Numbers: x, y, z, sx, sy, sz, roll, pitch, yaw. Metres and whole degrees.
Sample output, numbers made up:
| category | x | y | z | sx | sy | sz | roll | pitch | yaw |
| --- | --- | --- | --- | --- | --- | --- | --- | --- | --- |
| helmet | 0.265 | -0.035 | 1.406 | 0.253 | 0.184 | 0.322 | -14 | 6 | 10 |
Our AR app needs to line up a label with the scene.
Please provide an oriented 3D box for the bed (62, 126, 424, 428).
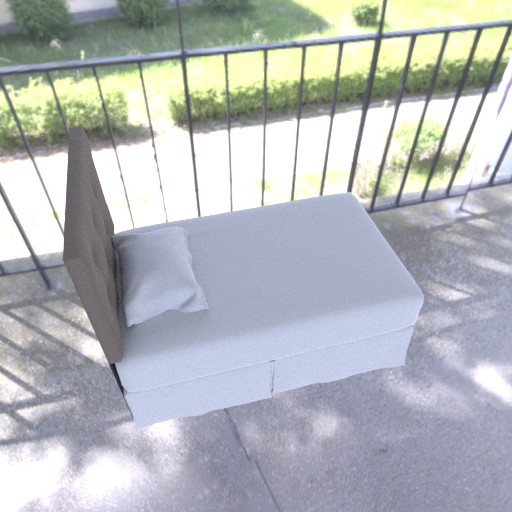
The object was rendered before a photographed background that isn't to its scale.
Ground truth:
| category | x | y | z | sx | sy | sz | roll | pitch | yaw |
| --- | --- | --- | --- | --- | --- | --- | --- | --- | --- |
| bed | 0.000 | 0.000 | 2.946 | 1.997 | 1.571 | 1.261 | -11 | 46 | -11 |
